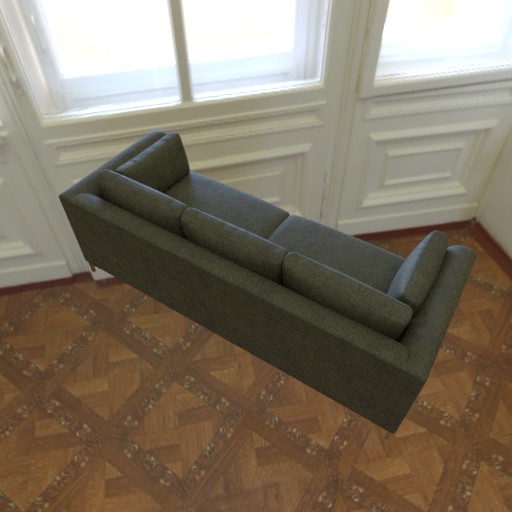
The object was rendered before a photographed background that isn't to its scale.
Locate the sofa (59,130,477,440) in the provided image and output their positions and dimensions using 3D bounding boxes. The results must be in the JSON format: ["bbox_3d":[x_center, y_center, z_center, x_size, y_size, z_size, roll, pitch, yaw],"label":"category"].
[{"bbox_3d":[0.000,0.000,2.922,2.415,0.867,0.969,25,52,21],"label":"sofa"}]
